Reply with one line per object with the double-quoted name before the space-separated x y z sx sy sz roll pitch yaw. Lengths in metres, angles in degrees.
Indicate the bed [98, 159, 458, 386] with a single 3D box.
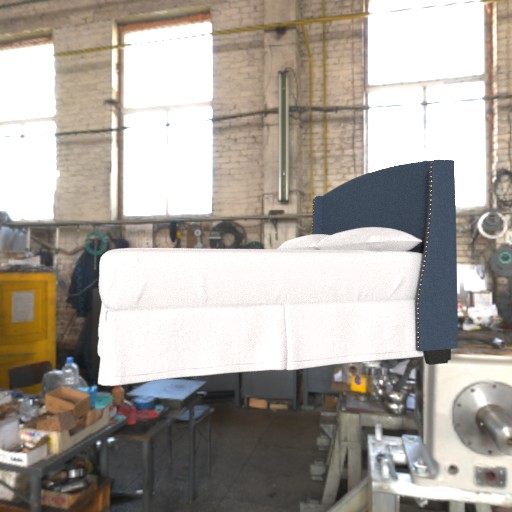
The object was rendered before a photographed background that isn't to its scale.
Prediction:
"bed" 0.000 0.000 3.337 2.237 1.407 1.710 0 -1 -19
